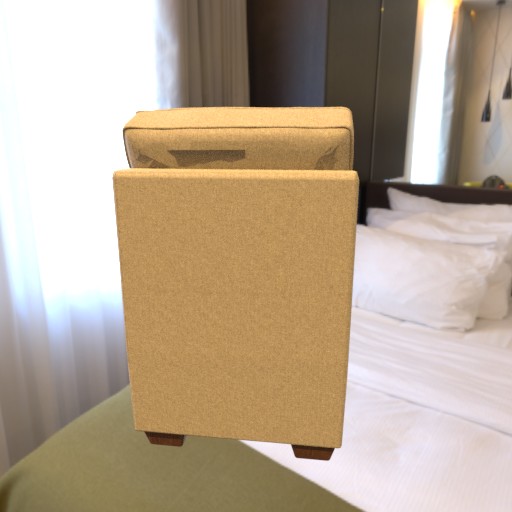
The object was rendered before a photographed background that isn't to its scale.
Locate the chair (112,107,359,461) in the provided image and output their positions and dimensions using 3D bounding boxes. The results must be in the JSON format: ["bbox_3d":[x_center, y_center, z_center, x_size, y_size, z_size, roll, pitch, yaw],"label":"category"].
[{"bbox_3d":[0.000,0.000,1.726,0.674,1.058,1.020,2,15,7],"label":"chair"}]
